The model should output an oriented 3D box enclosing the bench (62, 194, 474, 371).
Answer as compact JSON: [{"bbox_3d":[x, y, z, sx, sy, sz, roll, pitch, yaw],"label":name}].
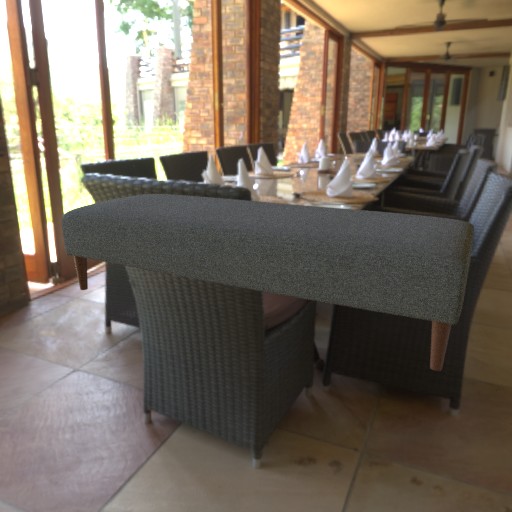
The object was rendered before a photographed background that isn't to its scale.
[{"bbox_3d":[0.000,0.000,1.848,1.598,0.384,0.631,8,18,26],"label":"bench"}]
